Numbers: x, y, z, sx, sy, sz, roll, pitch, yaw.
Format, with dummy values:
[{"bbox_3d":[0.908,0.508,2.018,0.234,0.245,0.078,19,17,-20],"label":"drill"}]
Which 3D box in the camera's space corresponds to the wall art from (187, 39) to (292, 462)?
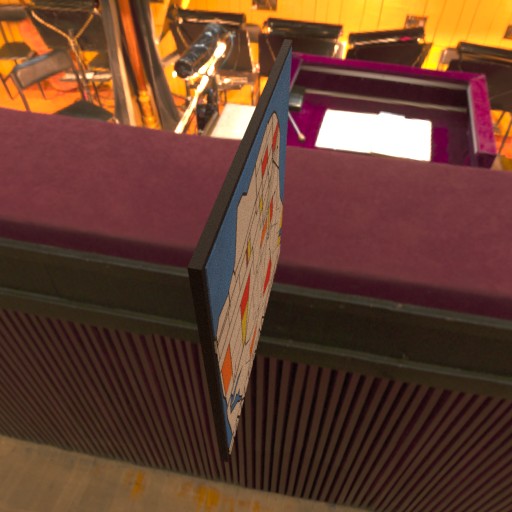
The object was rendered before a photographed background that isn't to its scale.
[{"bbox_3d":[0.000,0.000,0.672,0.013,0.457,0.458,9,48,8],"label":"wall art"}]
